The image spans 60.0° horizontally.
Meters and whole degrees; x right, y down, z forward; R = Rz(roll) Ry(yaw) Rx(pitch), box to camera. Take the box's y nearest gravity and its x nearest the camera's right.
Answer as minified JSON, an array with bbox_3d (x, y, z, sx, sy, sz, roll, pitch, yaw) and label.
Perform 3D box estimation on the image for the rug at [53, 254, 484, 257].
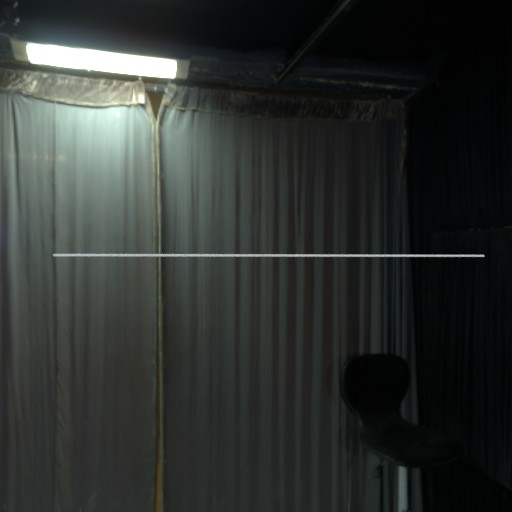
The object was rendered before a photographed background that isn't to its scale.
[{"bbox_3d":[0.000,0.000,2.212,1.753,0.008,1.143,0,0,-20],"label":"rug"}]
